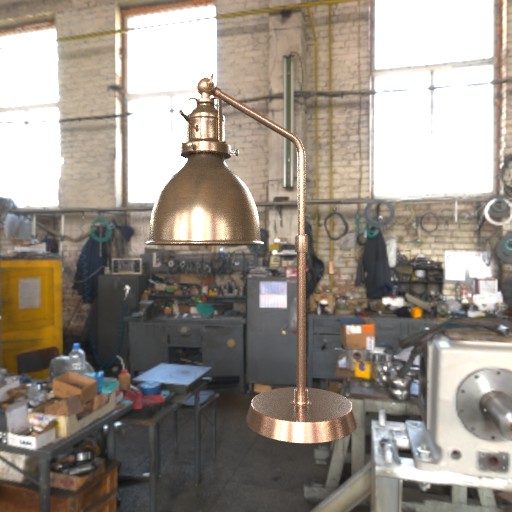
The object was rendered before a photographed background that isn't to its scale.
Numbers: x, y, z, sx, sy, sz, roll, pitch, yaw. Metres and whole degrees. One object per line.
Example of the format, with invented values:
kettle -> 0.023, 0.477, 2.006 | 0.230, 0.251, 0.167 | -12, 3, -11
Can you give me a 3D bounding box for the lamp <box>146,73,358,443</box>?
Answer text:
lamp -> 0.000, 0.000, 0.592 | 0.286, 0.456, 0.153 | 0, 1, -19
